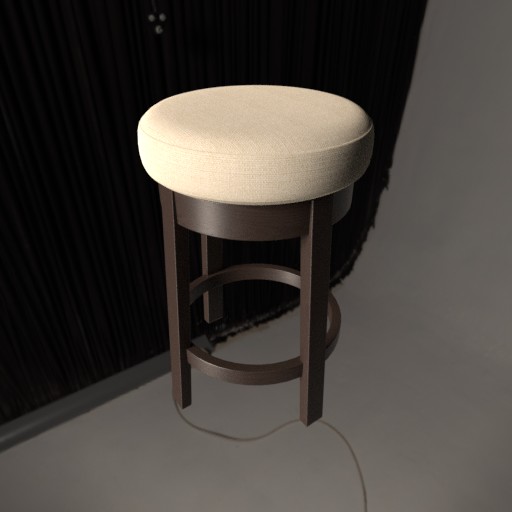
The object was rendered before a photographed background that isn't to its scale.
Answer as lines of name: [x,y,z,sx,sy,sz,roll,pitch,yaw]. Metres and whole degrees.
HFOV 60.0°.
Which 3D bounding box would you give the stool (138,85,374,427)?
stool: [0.000,0.000,0.970,0.449,0.655,0.449,0,32,0]
